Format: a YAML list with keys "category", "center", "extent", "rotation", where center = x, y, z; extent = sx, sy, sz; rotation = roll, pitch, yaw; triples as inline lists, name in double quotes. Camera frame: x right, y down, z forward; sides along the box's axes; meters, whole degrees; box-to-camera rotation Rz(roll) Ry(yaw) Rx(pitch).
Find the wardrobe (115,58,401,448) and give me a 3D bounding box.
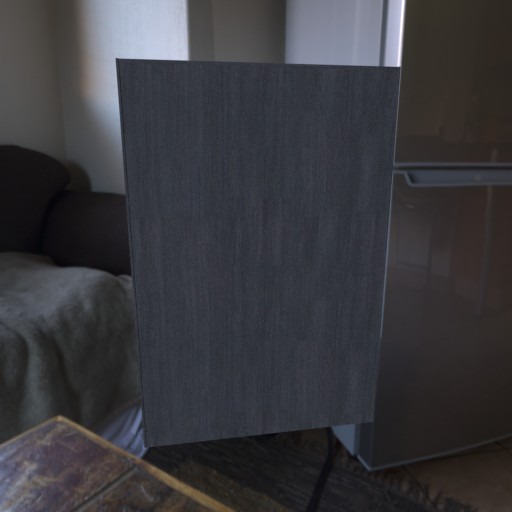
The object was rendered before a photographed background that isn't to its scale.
- category: "wardrobe"
  center: [0.000, 0.000, 2.455]
  extent: [1.290, 1.910, 0.510]
  rotation: [-3, 15, -10]
